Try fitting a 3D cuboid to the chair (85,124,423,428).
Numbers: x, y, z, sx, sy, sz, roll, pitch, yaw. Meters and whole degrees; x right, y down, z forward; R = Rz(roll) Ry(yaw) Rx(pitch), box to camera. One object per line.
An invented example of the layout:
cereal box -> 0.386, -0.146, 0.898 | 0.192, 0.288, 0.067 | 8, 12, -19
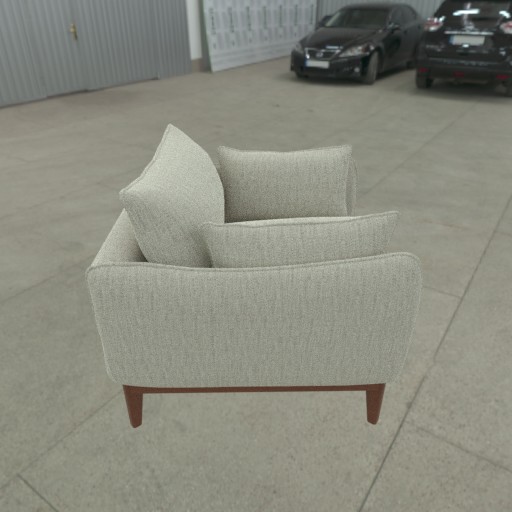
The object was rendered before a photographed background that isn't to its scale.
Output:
chair -> 0.000, 0.000, 1.738 | 0.991, 0.855, 0.994 | 0, 30, -1
